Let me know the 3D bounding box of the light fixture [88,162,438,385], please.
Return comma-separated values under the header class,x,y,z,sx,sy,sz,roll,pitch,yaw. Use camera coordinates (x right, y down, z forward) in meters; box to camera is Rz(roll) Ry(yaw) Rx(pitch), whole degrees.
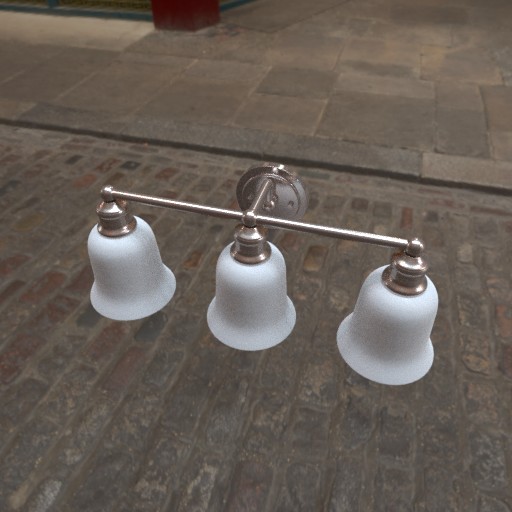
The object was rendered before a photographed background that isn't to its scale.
class,x,y,z,sx,sy,sz,roll,pitch,yaw
light fixture,0.000,0.000,0.673,0.570,0.211,0.198,11,43,12
